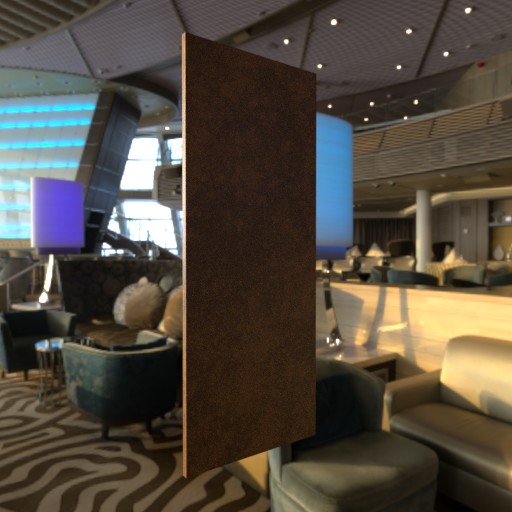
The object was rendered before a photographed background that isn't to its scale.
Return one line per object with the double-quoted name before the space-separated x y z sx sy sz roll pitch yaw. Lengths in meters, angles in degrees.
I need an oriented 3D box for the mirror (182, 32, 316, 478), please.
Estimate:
"mirror" 0.000 0.000 2.268 0.812 2.031 0.032 -1 1 -36
